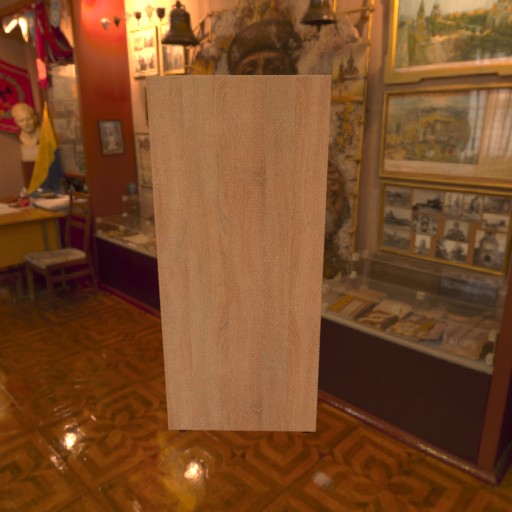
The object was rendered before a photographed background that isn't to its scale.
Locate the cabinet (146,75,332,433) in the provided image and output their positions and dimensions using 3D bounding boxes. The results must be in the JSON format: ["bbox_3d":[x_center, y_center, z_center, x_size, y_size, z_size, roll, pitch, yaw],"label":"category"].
[{"bbox_3d":[0.000,0.000,2.898,1.327,2.120,1.094,-15,22,-42],"label":"cabinet"}]
